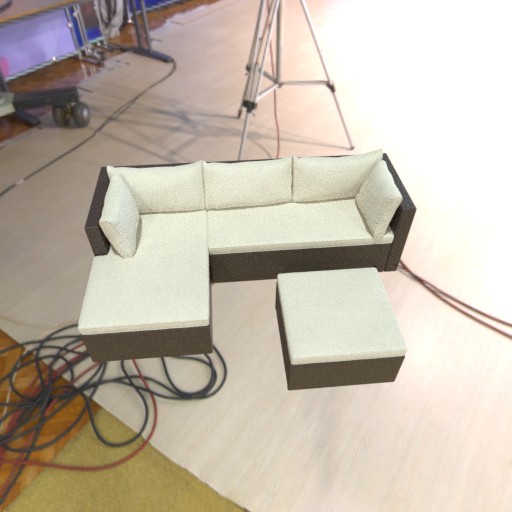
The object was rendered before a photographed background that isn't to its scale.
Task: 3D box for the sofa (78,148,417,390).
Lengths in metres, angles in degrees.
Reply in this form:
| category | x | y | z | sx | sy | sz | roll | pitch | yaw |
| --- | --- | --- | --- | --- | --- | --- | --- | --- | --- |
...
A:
| category | x | y | z | sx | sy | sz | roll | pitch | yaw |
| --- | --- | --- | --- | --- | --- | --- | --- | --- | --- |
| sofa | 0.000 | 0.000 | 3.000 | 2.192 | 0.766 | 1.612 | -4 | 45 | -4 |
